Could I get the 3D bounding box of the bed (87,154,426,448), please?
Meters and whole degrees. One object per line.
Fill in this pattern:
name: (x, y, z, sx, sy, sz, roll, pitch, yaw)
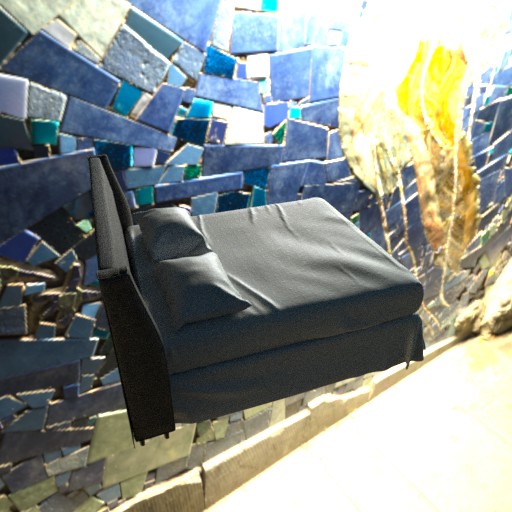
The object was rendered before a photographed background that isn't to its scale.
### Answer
bed: (0.000, 0.000, 3.502, 2.276, 1.332, 1.925, -10, 33, -16)
